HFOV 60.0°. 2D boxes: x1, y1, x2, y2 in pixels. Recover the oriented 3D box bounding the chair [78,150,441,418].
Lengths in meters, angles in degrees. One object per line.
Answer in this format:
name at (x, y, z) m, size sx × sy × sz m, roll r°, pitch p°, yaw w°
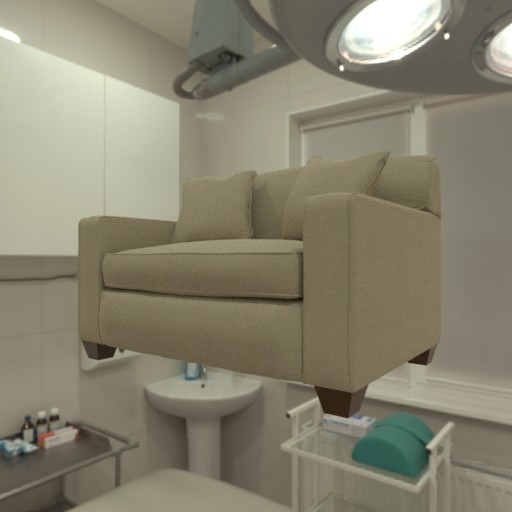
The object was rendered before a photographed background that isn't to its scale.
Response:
chair at (0.000, 0.000, 2.012) m, size 1.383 × 0.948 × 1.000 m, roll 0°, pitch 0°, yaw 37°
